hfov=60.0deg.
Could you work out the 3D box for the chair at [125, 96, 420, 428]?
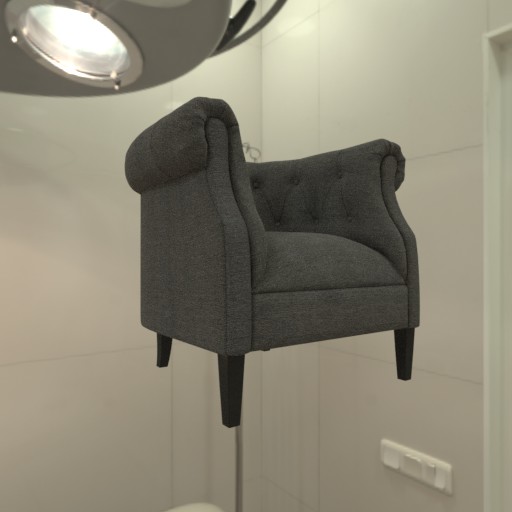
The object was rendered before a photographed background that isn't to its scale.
[{"bbox_3d":[0.000,0.000,1.587,0.905,0.827,0.852,0,0,-36],"label":"chair"}]
